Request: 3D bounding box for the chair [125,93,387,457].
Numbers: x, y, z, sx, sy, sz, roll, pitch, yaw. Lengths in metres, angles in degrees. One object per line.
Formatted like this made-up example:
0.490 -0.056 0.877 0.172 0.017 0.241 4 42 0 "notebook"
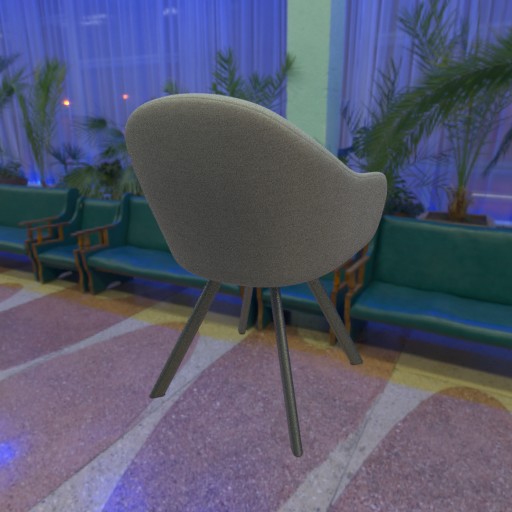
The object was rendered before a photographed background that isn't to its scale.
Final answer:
0.000 0.000 1.163 0.540 0.780 0.570 10 20 29 "chair"
